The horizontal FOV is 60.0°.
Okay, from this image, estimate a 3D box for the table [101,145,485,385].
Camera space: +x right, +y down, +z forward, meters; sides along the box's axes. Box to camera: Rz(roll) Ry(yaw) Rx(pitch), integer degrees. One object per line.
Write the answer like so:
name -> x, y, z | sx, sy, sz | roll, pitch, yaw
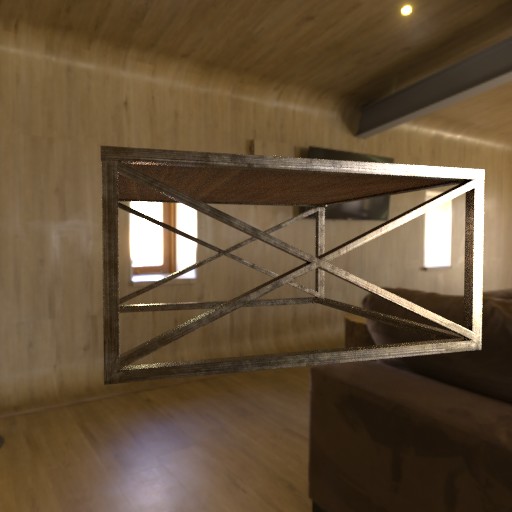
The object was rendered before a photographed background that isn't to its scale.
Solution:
table -> 0.000, 0.000, 1.401 | 0.899, 0.451, 0.909 | -1, 2, -18
